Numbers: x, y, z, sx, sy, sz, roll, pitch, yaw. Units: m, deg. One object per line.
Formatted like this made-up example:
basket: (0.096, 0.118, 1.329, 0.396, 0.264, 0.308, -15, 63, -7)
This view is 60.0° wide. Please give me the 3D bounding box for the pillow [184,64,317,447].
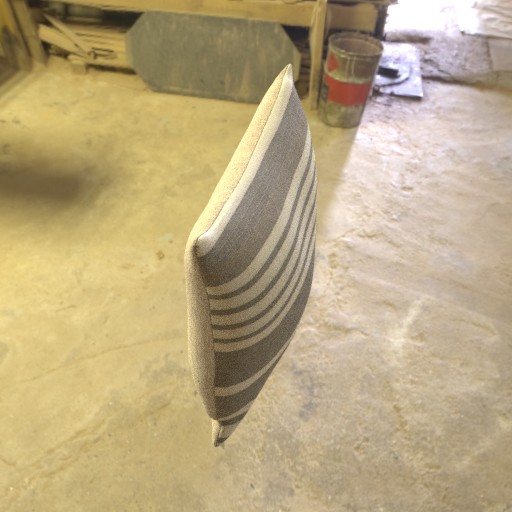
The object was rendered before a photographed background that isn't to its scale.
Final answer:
pillow: (0.000, 0.000, 0.692, 0.182, 0.440, 0.439, 11, 46, 10)
